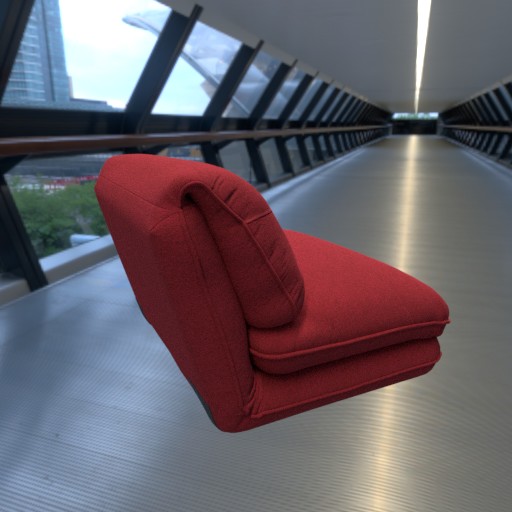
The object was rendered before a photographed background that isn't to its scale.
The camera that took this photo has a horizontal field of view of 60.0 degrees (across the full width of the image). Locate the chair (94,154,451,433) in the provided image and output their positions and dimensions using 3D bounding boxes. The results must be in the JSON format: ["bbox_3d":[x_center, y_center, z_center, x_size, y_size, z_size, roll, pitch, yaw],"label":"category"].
[{"bbox_3d":[0.000,0.000,1.301,0.780,0.580,0.820,-8,17,-26],"label":"chair"}]
